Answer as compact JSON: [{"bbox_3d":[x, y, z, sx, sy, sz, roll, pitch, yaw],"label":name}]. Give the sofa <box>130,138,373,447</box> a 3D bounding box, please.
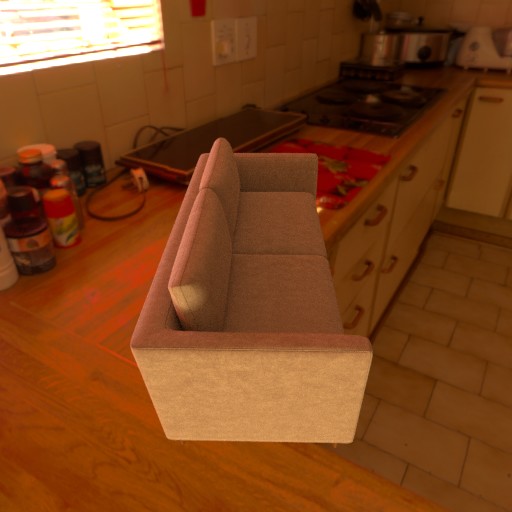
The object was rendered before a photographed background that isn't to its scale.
[{"bbox_3d":[0.000,0.000,2.590,0.889,0.864,2.121,1,32,1],"label":"sofa"}]
